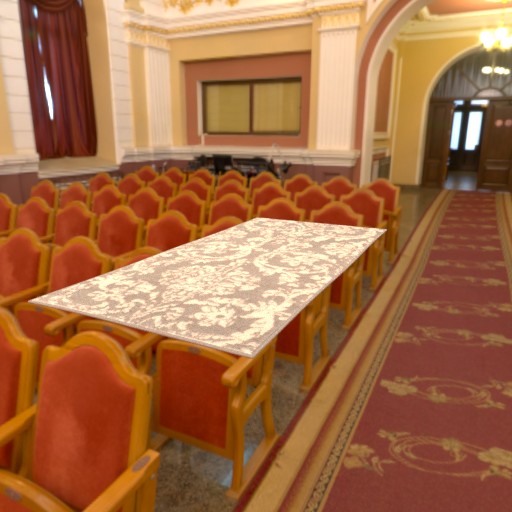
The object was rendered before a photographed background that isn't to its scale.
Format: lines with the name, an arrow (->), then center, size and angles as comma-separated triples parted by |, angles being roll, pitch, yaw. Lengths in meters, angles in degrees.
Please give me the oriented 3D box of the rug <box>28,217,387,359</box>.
rug -> 0.000, 0.000, 1.444 | 0.604, 0.007, 1.219 | 8, 17, 26
